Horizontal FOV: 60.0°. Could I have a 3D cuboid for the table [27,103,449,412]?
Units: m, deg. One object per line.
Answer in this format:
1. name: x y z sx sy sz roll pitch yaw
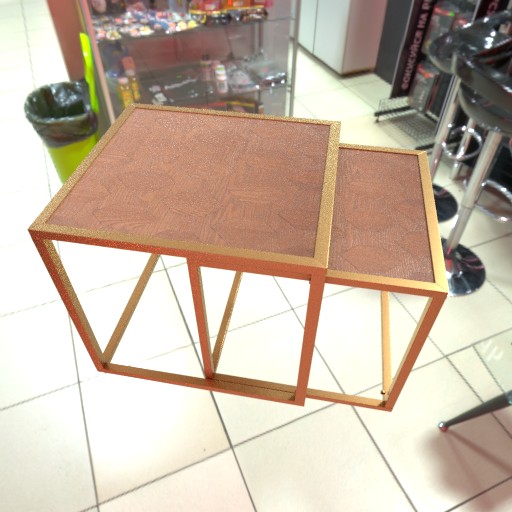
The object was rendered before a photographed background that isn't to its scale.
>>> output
1. table: 0.000 0.000 1.115 0.762 0.505 0.505 7 46 7
